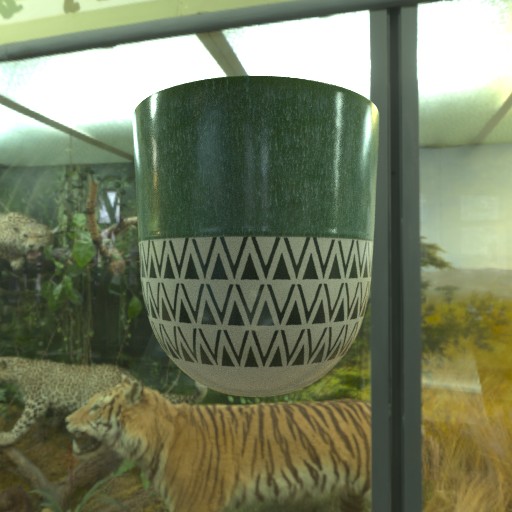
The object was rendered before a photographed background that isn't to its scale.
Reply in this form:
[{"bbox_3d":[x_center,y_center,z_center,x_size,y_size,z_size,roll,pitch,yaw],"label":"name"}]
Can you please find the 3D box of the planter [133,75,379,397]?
[{"bbox_3d":[0.000,0.000,0.361,0.195,0.214,0.195,0,-1,0],"label":"planter"}]
